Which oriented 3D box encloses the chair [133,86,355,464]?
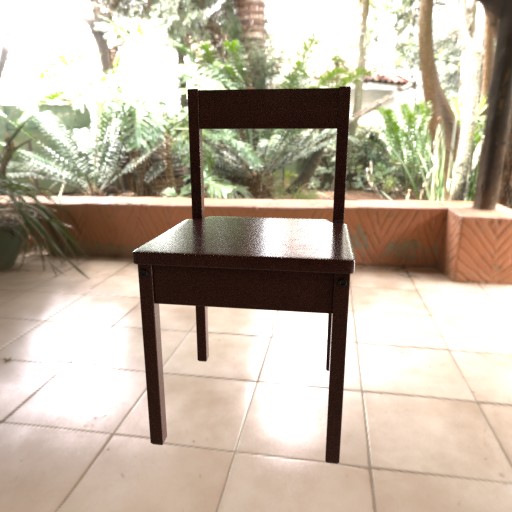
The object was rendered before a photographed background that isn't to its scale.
[{"bbox_3d":[0.000,0.000,0.894,0.367,0.668,0.361,2,15,8],"label":"chair"}]
